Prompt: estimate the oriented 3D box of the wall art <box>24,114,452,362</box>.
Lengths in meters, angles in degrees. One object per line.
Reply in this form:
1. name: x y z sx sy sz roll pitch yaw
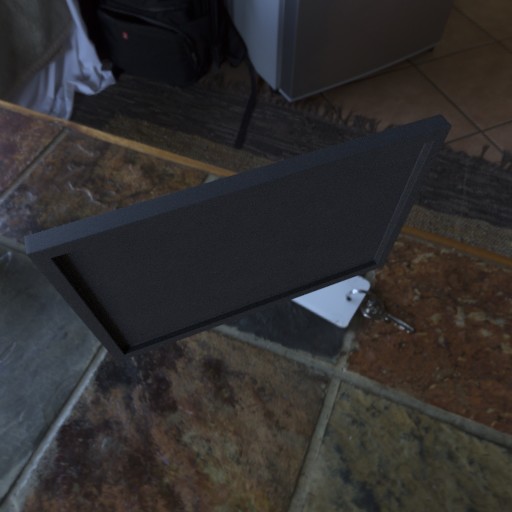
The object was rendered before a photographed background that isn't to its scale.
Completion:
1. wall art: 0.000 0.000 0.567 0.443 0.301 0.021 -19 60 -11
